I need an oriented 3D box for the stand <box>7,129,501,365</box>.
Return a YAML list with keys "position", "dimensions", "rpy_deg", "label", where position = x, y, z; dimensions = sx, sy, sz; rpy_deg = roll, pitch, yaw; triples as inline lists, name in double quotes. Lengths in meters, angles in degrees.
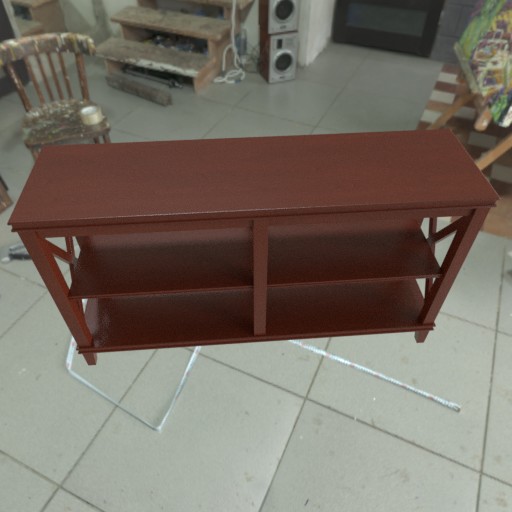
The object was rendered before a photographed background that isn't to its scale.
- position: [0.000, 0.000, 1.632]
  dimensions: [1.372, 0.762, 0.381]
  rpy_deg: [-3, 46, -3]
  label: "stand"
